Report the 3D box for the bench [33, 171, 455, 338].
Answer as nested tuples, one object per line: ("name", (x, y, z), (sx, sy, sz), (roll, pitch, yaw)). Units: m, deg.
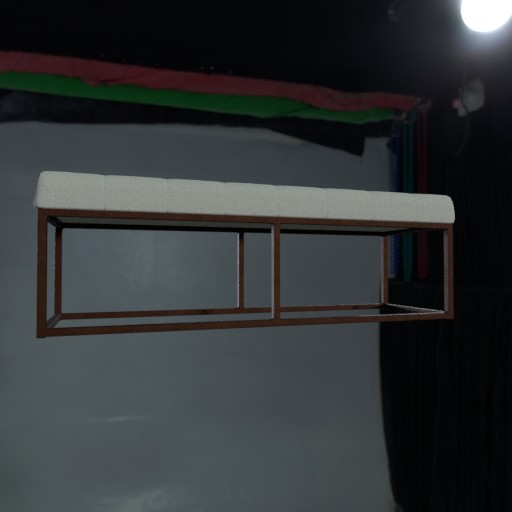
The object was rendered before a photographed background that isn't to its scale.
("bench", (0.000, 0.000, 1.702), (1.488, 0.488, 0.479), (0, -1, -18))
